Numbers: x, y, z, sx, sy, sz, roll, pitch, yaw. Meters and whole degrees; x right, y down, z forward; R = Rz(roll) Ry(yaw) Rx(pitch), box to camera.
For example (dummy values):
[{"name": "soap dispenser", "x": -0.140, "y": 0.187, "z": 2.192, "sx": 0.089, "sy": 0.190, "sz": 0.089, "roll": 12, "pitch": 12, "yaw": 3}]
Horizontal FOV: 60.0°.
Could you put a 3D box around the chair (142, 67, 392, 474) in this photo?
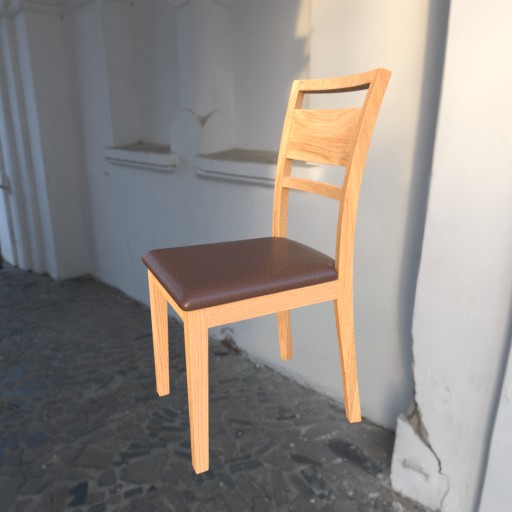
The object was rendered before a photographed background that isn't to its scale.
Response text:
[{"name": "chair", "x": 0.000, "y": 0.000, "z": 1.214, "sx": 0.545, "sy": 0.940, "sz": 0.420, "roll": -8, "pitch": 19, "yaw": -25}]
